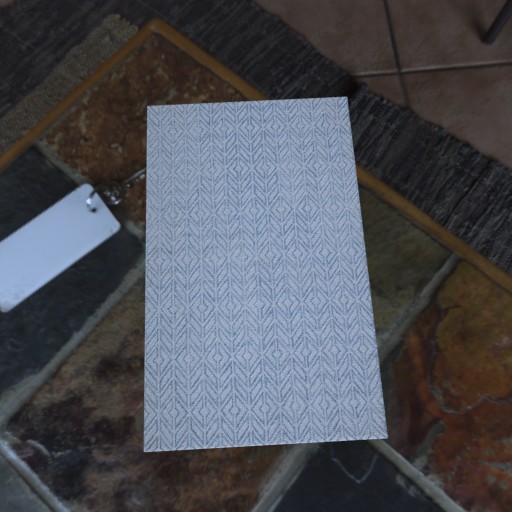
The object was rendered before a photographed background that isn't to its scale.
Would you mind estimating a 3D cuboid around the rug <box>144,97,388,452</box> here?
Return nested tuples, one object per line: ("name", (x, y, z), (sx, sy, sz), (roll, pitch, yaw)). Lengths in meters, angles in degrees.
("rug", (0.000, 0.000, 3.076), (1.526, 0.008, 2.441), (-3, 75, -1))
